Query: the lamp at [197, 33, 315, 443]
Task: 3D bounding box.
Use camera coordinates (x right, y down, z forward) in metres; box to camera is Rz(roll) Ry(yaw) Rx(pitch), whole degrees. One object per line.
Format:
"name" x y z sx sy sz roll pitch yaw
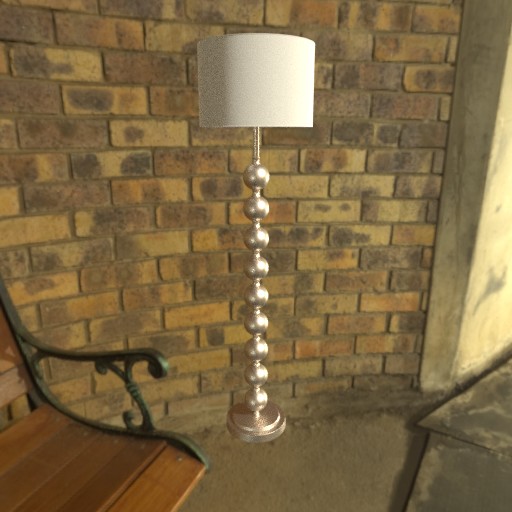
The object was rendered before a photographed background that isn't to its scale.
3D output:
"lamp" 0.000 0.000 1.680 0.394 1.474 0.394 -2 16 -7
